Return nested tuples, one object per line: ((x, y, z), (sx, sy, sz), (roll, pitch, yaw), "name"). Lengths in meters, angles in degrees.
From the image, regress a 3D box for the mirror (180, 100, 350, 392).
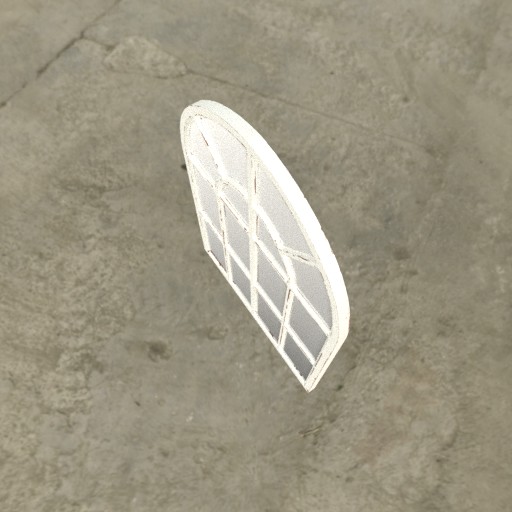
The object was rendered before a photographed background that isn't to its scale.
((0.000, 0.000, 1.201), (0.032, 0.920, 0.660), (-32, 67, -15), "mirror")
